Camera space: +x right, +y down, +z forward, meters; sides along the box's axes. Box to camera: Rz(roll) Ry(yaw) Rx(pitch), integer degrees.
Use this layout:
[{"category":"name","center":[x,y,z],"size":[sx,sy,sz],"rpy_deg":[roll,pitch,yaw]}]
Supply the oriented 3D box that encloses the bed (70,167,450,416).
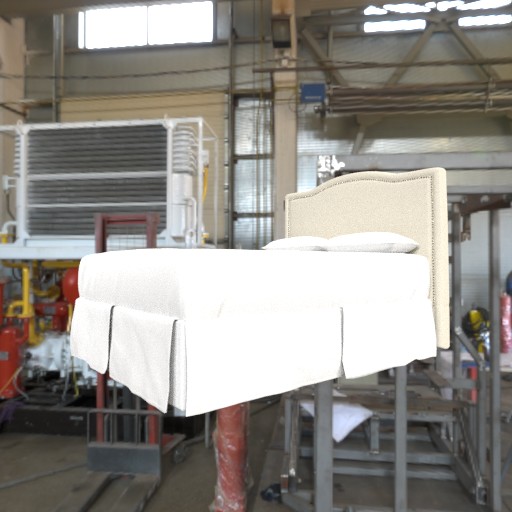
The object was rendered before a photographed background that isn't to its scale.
[{"category":"bed","center":[0.000,0.000,3.212],"size":[2.196,1.449,1.741],"rpy_deg":[1,-1,-38]}]
